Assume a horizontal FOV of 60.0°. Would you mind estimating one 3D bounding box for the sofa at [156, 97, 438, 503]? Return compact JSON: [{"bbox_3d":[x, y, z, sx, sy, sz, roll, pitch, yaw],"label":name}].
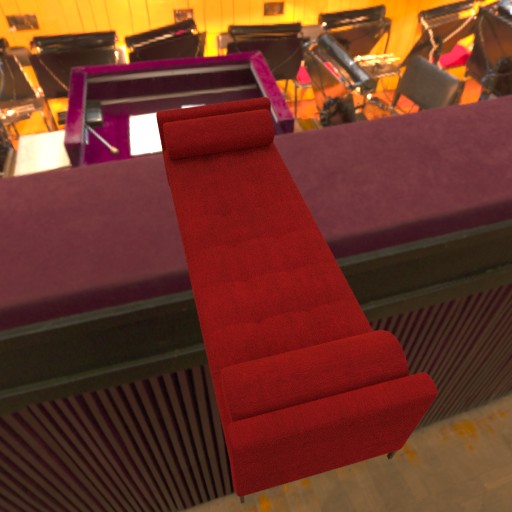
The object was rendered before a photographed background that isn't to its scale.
[{"bbox_3d":[0.000,0.000,2.211,0.686,0.635,1.981,-11,48,-10],"label":"sofa"}]
